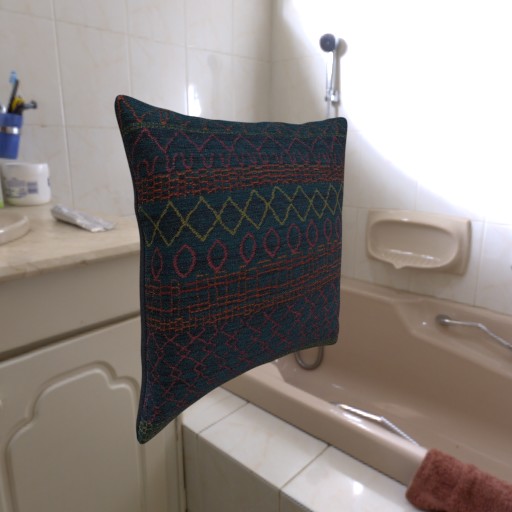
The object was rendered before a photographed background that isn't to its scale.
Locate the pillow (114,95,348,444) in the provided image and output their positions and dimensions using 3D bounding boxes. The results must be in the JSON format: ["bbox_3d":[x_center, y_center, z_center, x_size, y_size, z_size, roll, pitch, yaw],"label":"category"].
[{"bbox_3d":[0.000,0.000,0.671,0.431,0.431,0.141,-13,19,-43],"label":"pillow"}]
